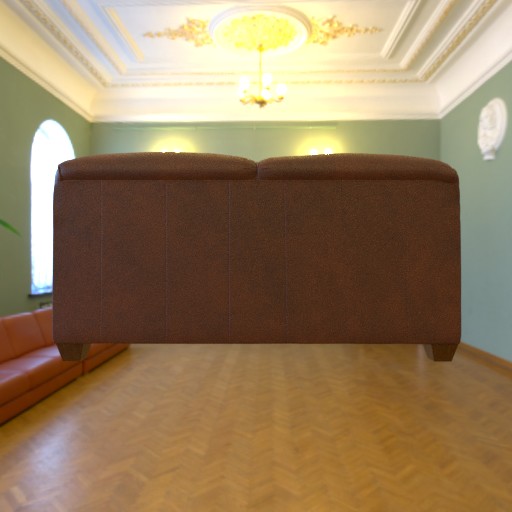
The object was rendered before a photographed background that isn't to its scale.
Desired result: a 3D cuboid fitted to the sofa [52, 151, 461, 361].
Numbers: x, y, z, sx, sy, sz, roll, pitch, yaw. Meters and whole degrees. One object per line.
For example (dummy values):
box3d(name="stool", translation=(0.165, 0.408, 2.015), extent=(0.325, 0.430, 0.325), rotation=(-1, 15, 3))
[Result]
box3d(name="sofa", translation=(0.000, 0.000, 2.461), extent=(1.856, 0.966, 1.000), rotation=(0, -1, 0))
